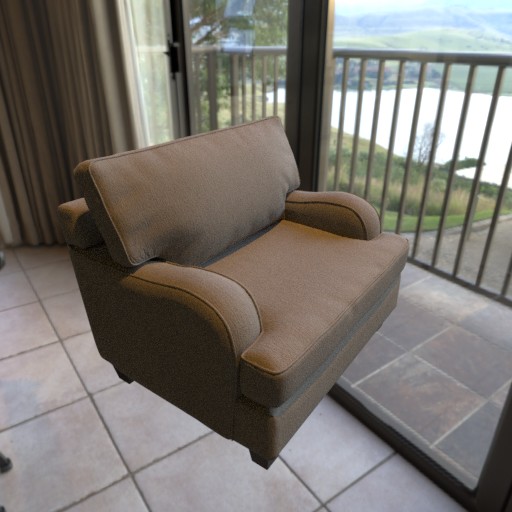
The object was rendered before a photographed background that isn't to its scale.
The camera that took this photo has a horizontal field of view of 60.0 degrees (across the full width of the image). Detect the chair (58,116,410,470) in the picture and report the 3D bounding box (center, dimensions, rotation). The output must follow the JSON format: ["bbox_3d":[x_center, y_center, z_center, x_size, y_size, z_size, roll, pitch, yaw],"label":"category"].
[{"bbox_3d":[0.000,0.000,1.981,1.041,1.016,1.220,18,32,31],"label":"chair"}]
